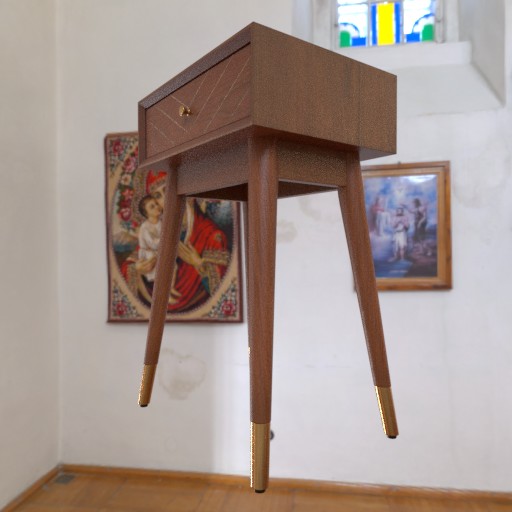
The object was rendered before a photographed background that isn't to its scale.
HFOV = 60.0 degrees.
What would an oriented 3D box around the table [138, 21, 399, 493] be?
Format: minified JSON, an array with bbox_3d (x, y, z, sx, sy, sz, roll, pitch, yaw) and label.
[{"bbox_3d":[0.000,0.000,0.803,0.300,0.599,0.406,-1,1,-36],"label":"table"}]
